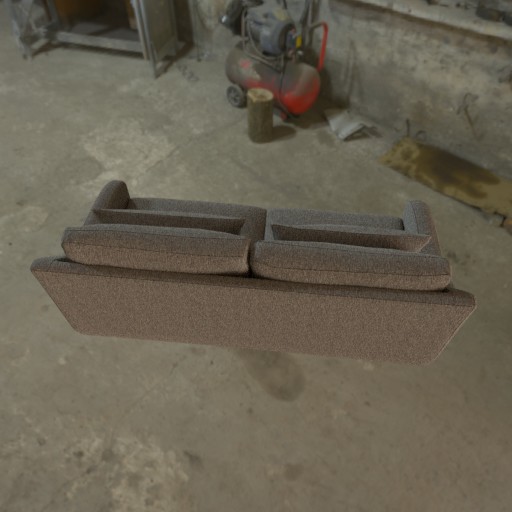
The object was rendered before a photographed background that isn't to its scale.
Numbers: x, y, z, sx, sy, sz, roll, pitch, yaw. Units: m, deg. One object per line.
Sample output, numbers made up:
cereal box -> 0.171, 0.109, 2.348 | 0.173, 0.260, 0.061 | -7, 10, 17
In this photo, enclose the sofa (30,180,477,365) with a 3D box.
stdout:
sofa -> 0.000, 0.000, 2.958 | 2.418, 0.998, 1.103 | 4, 47, 4
